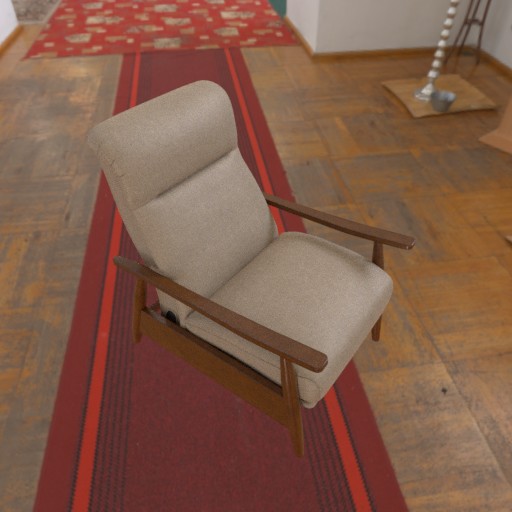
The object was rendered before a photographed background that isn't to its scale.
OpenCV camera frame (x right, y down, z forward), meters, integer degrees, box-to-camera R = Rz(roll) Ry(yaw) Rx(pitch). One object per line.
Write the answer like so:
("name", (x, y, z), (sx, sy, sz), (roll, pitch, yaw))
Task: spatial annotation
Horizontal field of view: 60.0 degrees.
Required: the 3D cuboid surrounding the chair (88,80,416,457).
("chair", (0.000, 0.000, 1.814), (1.030, 1.082, 0.762), (26, 47, 27))
